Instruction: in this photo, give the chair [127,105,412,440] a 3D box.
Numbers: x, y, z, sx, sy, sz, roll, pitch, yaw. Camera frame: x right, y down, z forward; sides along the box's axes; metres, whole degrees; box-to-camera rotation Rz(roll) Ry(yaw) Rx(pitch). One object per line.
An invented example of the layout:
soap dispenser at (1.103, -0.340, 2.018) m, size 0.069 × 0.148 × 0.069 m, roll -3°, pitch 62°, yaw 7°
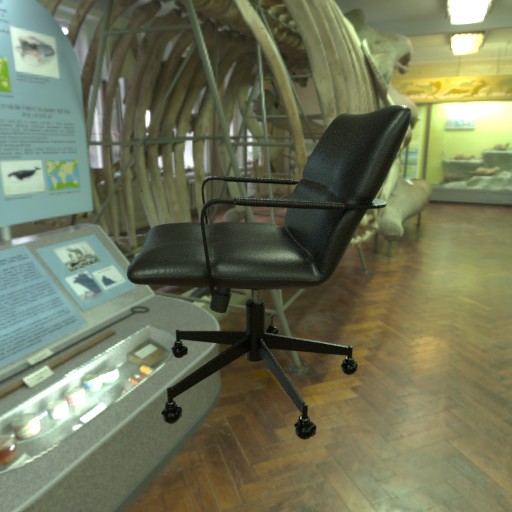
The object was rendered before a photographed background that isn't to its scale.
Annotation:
chair at (0.000, 0.000, 1.463) m, size 0.748 × 0.922 × 0.719 m, roll -2°, pitch 15°, yaw -6°
